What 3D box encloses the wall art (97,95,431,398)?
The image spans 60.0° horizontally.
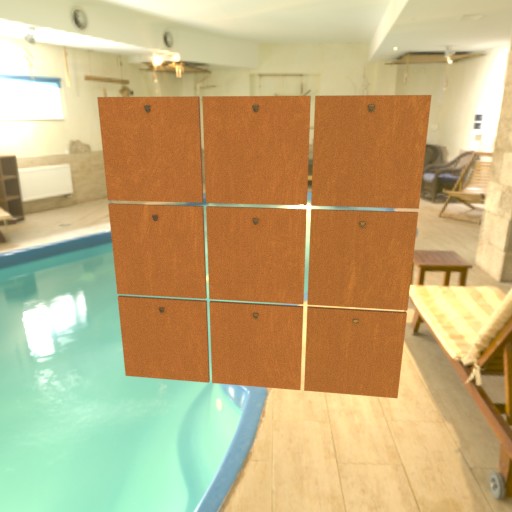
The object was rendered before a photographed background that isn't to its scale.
[{"bbox_3d":[0.000,0.000,1.344,0.915,0.913,0.018,2,18,8],"label":"wall art"}]
